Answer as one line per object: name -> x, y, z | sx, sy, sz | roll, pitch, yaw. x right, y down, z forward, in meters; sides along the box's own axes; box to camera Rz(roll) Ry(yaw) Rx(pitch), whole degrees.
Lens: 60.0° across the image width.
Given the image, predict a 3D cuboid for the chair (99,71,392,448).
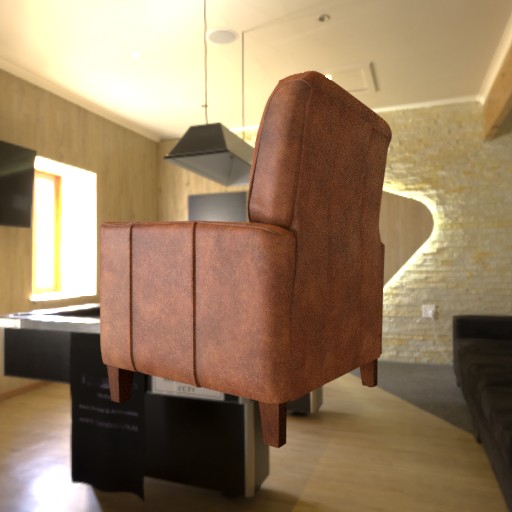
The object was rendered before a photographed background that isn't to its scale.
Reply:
chair -> 0.000, 0.000, 1.677 | 0.836, 1.043, 0.843 | 0, -1, 35
